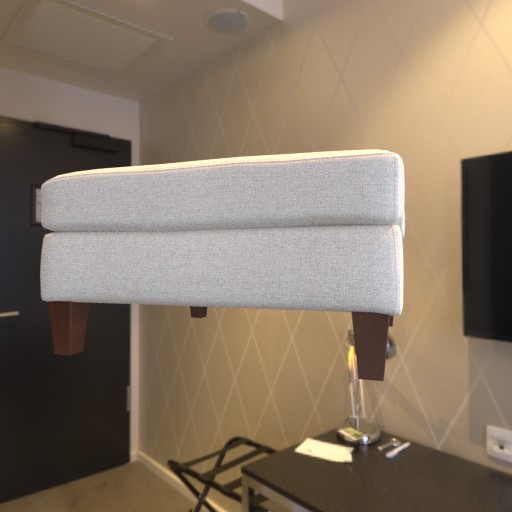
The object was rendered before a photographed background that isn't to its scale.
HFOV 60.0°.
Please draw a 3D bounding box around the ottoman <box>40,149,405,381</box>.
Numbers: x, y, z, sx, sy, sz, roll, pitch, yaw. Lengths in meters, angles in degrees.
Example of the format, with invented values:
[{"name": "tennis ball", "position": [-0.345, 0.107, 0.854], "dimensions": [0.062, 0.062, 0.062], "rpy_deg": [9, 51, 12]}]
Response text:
[{"name": "ottoman", "position": [0.000, 0.000, 1.313], "dimensions": [0.838, 0.478, 0.838], "rpy_deg": [0, -1, 18]}]
